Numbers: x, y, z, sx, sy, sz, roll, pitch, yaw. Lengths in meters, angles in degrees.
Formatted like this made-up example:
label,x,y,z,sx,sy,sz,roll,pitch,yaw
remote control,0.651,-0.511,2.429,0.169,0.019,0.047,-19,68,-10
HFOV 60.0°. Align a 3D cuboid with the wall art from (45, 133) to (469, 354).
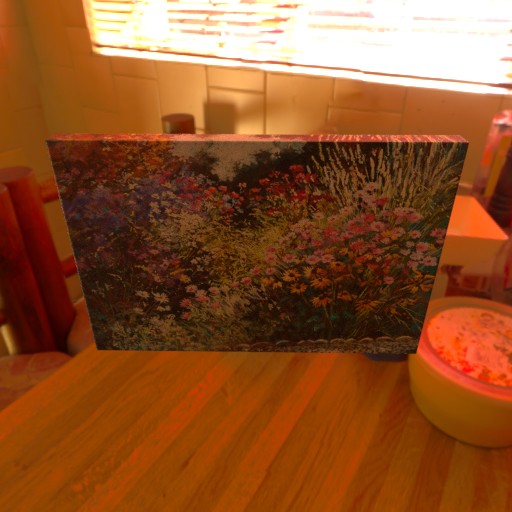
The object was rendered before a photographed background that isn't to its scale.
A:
label,x,y,z,sx,sy,sz,roll,pitch,yaw
wall art,0.000,0.000,0.758,0.610,0.406,0.037,0,31,1
